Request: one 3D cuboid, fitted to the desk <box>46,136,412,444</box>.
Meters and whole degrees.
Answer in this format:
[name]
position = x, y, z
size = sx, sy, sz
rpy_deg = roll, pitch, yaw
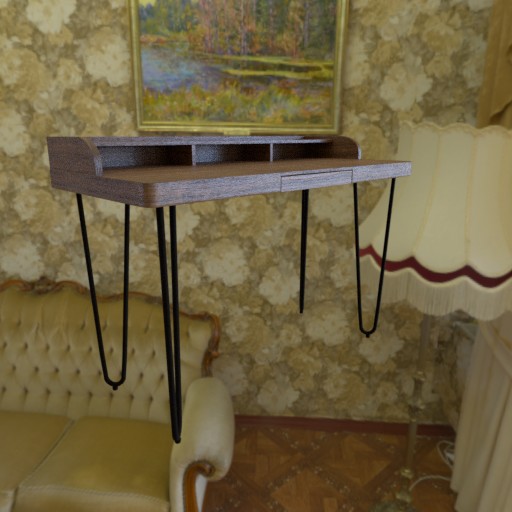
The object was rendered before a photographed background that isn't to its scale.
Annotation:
[desk]
position = 0.000, 0.000, 1.639
size = 1.200, 0.854, 0.565
rpy_deg = -14, 21, -42
